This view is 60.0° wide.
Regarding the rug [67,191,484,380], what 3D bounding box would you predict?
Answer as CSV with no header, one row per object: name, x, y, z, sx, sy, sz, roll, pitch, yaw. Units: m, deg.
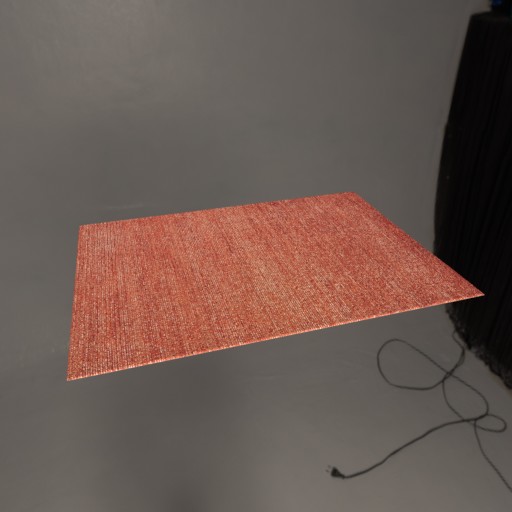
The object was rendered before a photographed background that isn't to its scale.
rug,0.000,0.000,5.128,3.965,0.025,2.803,-9,32,-14
